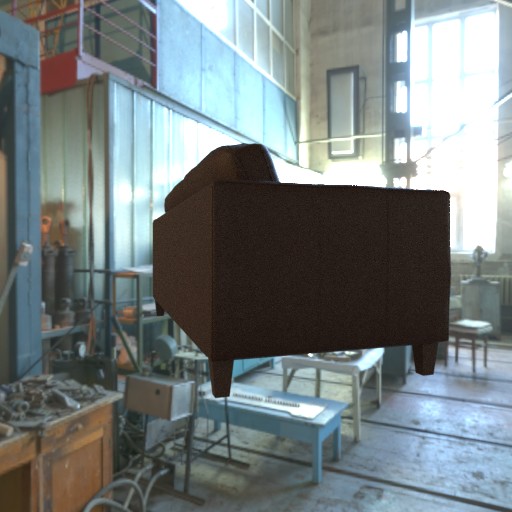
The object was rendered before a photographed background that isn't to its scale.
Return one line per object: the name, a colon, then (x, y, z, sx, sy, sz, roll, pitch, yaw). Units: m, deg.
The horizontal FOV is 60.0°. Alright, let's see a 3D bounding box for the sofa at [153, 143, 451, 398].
sofa: (0.000, 0.000, 2.394, 0.923, 0.863, 1.971, 0, 1, -18)
